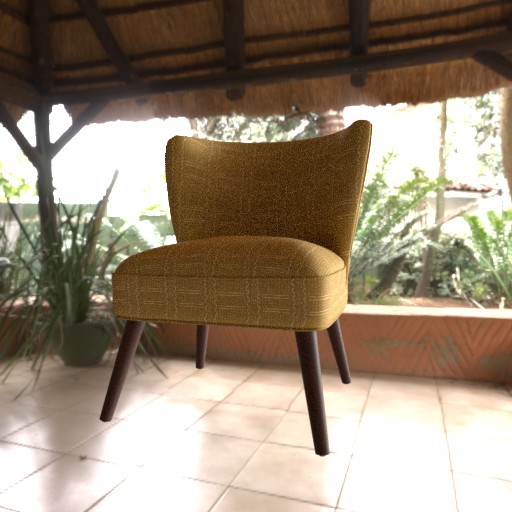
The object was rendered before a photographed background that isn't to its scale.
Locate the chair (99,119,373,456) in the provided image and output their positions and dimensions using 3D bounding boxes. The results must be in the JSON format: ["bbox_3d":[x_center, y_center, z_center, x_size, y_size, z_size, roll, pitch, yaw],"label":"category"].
[{"bbox_3d":[0.000,0.000,1.409,0.706,0.866,0.758,1,2,19],"label":"chair"}]
